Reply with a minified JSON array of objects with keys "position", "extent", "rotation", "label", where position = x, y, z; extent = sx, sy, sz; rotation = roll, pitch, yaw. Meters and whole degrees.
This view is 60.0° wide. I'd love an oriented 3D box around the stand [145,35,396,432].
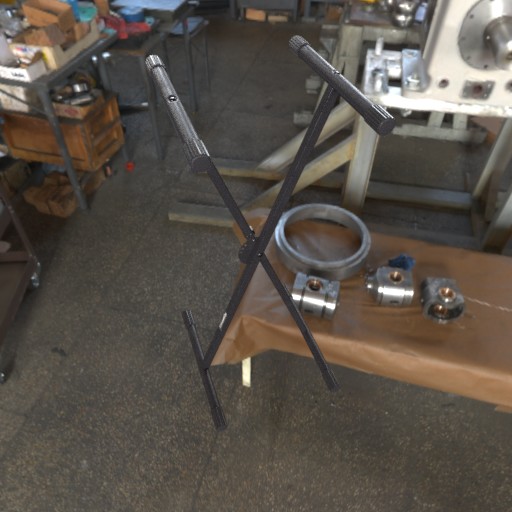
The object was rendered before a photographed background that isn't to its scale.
[{"position":[0.000,0.000,1.174],"extent":[0.409,0.940,0.449],"rotation":[-14,48,-13],"label":"stand"}]
